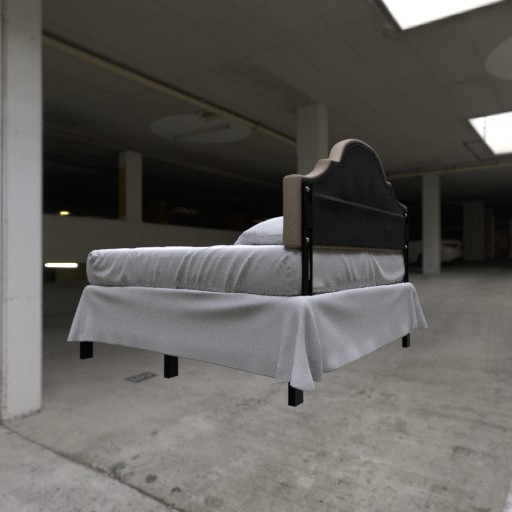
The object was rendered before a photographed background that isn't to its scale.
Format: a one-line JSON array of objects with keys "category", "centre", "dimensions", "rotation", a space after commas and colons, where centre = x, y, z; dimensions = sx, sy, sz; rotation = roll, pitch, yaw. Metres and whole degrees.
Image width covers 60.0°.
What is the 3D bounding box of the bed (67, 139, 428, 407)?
[{"category": "bed", "centre": [0.000, 0.000, 3.745], "dimensions": [2.222, 1.631, 2.303], "rotation": [0, -1, 36]}]
